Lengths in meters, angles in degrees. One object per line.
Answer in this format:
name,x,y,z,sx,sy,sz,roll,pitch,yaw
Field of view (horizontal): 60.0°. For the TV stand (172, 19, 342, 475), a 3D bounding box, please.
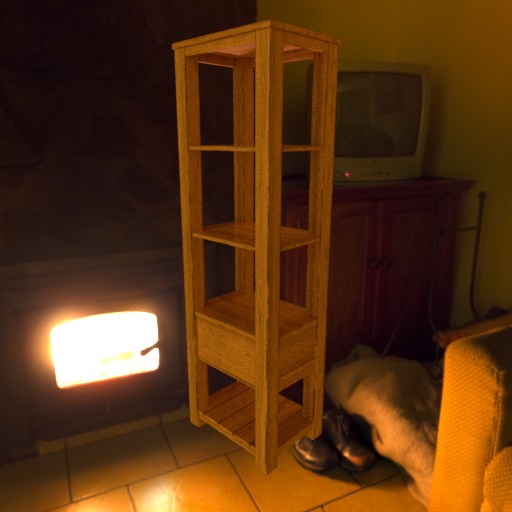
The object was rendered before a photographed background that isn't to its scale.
TV stand,0.000,0.000,2.055,0.565,1.828,0.435,14,20,43
